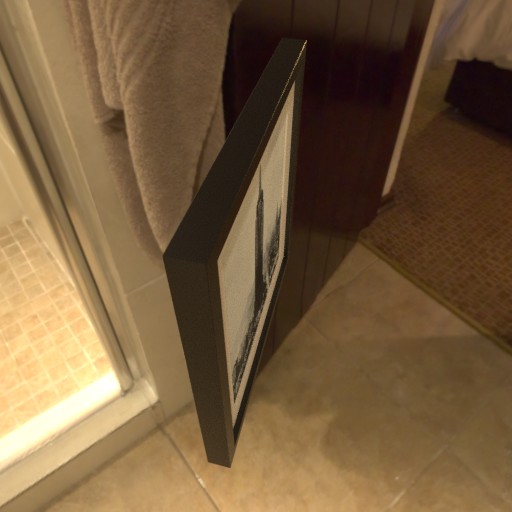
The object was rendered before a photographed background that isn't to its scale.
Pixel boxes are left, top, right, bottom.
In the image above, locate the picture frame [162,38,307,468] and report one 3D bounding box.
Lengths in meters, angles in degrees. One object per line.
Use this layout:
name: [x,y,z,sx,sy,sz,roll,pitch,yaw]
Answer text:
picture frame: [0.000,0.000,0.512,0.029,0.353,0.355,10,47,10]
